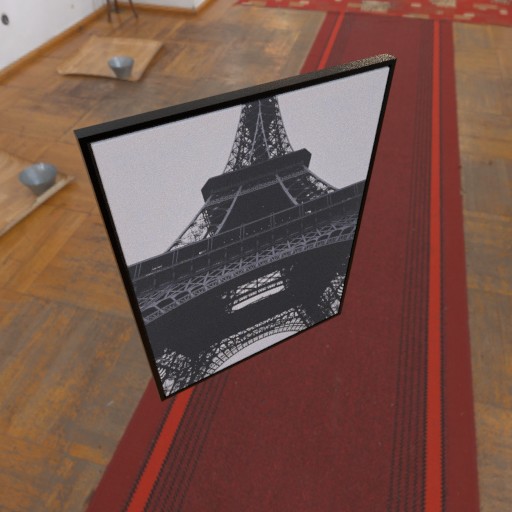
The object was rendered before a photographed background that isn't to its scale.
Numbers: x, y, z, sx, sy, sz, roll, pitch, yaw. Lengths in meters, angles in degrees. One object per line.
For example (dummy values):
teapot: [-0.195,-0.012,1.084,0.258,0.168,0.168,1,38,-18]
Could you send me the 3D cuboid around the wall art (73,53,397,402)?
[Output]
wall art: [0.000,0.000,1.376,0.805,1.062,0.040,-22,49,-20]
